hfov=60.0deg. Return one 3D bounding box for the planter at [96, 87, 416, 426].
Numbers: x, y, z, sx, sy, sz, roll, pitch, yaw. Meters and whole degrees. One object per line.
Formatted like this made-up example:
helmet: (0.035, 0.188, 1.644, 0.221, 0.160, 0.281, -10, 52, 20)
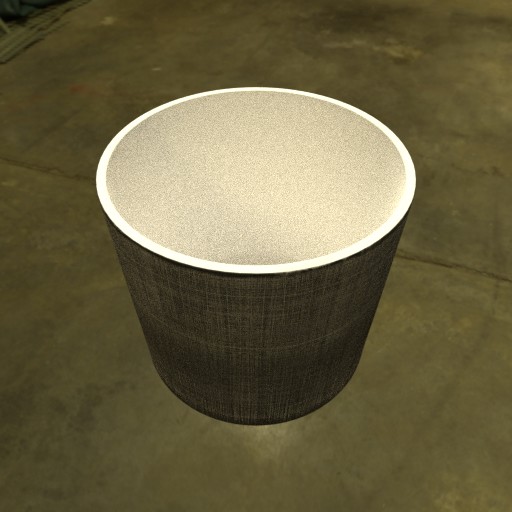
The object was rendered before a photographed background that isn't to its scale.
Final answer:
planter: (0.000, 0.000, 0.386, 0.221, 0.201, 0.221, 0, 46, 0)
